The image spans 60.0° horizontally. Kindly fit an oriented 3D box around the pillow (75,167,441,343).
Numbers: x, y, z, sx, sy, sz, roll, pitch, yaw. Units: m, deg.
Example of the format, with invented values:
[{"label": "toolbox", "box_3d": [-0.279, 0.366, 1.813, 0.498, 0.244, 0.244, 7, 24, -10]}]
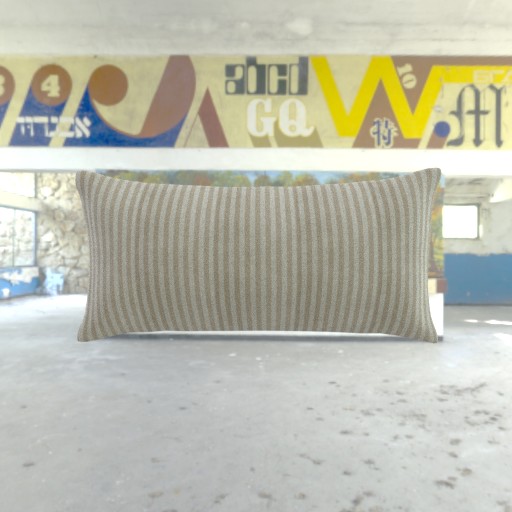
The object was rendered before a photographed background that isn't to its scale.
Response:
[{"label": "pillow", "box_3d": [0.000, 0.000, 0.748, 0.617, 0.295, 0.151, 0, 0, 2]}]
